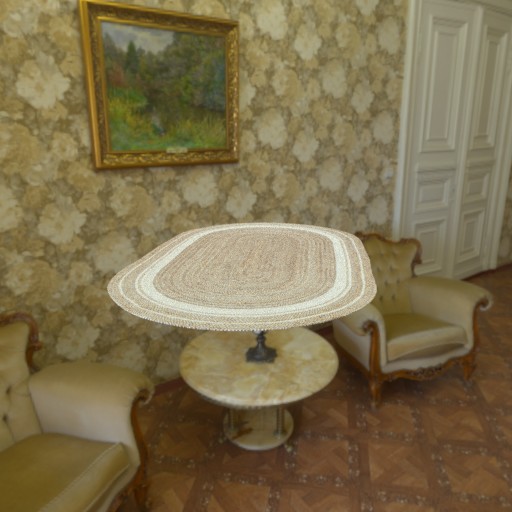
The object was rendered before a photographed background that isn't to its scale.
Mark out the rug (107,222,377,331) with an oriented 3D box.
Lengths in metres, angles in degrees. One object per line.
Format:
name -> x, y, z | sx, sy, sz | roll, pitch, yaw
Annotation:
rug -> 0.000, 0.000, 3.037 | 1.520, 0.006, 2.432 | 2, 15, 9
